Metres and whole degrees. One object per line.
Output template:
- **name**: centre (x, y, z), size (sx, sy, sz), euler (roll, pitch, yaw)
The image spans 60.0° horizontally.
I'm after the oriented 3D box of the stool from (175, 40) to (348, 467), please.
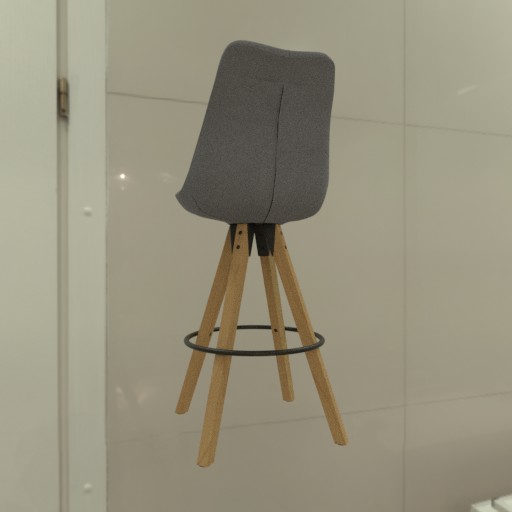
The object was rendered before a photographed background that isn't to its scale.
- **stool**: centre (0.000, 0.000, 1.421), size (0.485, 1.115, 0.550), euler (0, 0, -19)
